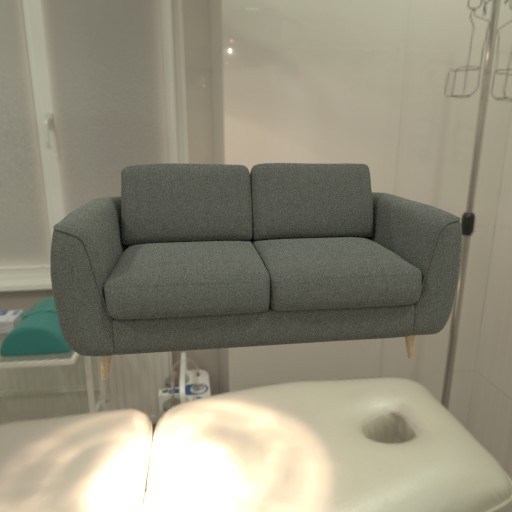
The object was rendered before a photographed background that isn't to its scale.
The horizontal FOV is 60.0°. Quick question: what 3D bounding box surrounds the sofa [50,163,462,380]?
[{"bbox_3d":[0.000,0.000,2.179,1.700,0.870,0.920,-2,15,-8],"label":"sofa"}]
